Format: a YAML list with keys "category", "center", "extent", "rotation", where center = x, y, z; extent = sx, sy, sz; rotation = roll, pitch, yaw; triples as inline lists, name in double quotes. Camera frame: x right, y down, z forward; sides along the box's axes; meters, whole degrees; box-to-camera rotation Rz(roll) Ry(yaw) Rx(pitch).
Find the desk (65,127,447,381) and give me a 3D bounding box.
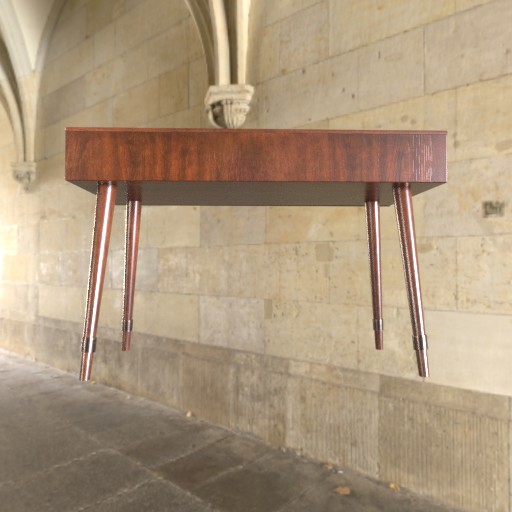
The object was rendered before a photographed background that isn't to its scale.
- category: "desk"
  center: [0.000, 0.000, 2.180]
  extent: [1.577, 1.031, 0.734]
  rotation: [0, -1, -2]
